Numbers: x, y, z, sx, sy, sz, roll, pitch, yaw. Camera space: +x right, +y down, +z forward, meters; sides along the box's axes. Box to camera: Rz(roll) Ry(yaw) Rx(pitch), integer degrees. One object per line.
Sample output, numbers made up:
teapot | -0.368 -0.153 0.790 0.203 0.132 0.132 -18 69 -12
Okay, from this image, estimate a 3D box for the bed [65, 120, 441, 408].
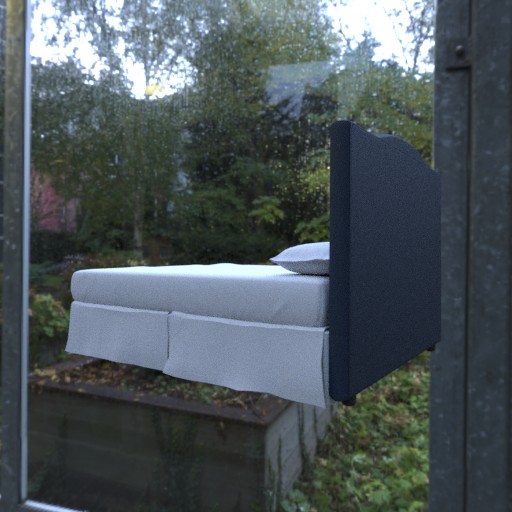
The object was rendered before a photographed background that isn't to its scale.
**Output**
bed | 0.000 0.000 3.380 2.282 1.436 1.821 0 0 36
